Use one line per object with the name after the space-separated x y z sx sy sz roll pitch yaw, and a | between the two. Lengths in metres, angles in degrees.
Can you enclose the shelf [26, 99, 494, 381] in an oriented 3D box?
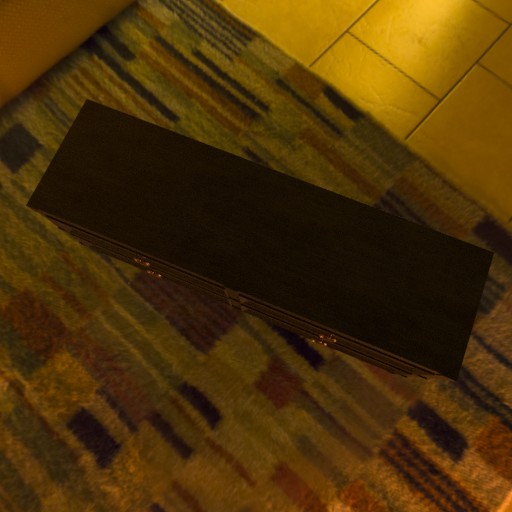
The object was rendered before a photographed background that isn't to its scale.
0.000 0.000 1.891 1.575 0.719 0.479 22 77 5 | shelf
